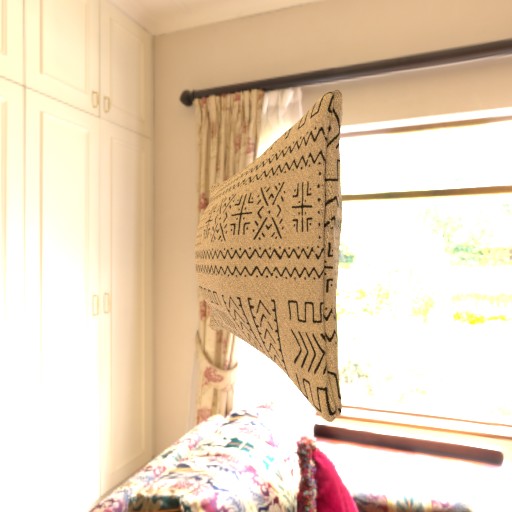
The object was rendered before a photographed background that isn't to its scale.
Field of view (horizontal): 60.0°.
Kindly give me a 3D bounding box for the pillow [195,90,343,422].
[{"bbox_3d":[0.000,0.000,0.765,0.188,0.352,0.637,0,0,-17],"label":"pillow"}]
